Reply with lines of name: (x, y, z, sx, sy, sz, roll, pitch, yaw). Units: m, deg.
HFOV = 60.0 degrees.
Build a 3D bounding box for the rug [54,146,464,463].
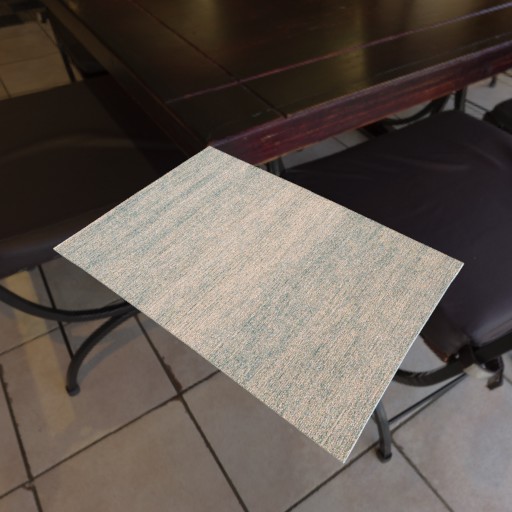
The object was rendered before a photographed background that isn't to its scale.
rug: (0.000, 0.000, 3.011, 2.306, 0.030, 1.613, 30, 54, 25)
